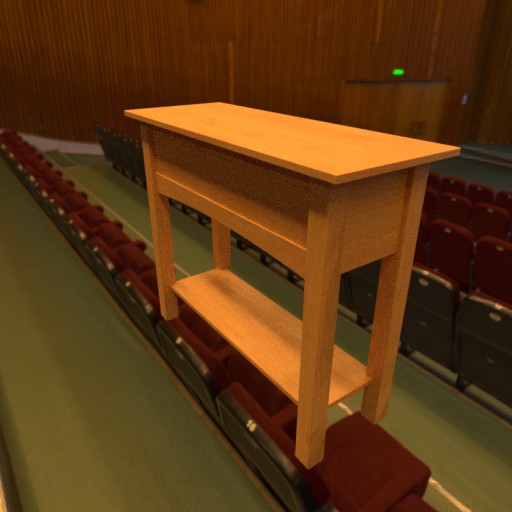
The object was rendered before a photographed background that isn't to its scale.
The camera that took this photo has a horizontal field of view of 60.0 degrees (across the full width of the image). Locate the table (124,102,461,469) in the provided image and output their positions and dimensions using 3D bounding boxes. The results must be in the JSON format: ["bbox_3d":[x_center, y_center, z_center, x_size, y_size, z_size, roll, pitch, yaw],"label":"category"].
[{"bbox_3d":[0.000,0.000,1.263,0.340,0.728,0.900,-17,31,-32],"label":"table"}]
